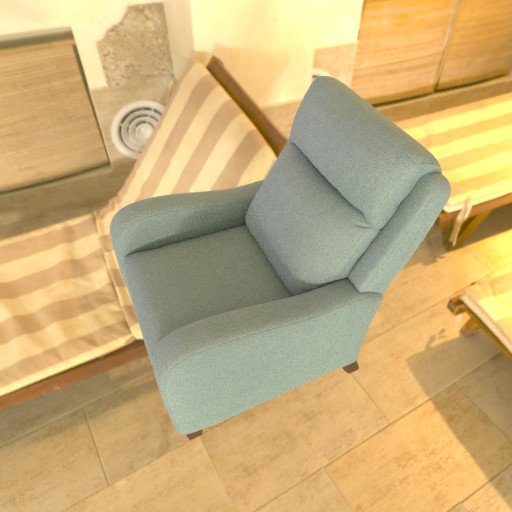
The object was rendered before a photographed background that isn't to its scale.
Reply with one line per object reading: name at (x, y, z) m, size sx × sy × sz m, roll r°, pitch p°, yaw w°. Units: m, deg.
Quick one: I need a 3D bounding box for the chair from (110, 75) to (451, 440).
chair at (0.000, 0.000, 1.707) m, size 0.988 × 1.067 × 0.785 m, roll -18°, pitch 50°, yaw -16°
